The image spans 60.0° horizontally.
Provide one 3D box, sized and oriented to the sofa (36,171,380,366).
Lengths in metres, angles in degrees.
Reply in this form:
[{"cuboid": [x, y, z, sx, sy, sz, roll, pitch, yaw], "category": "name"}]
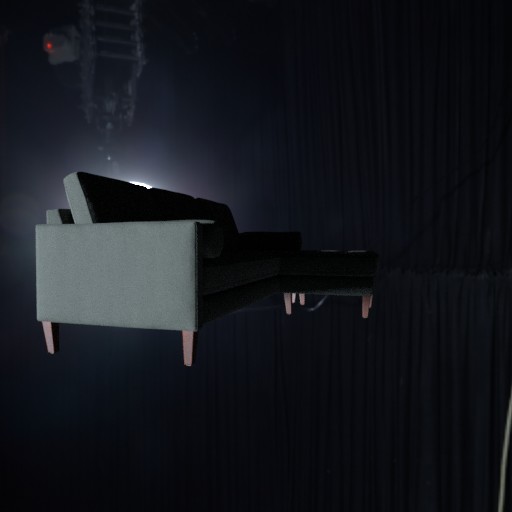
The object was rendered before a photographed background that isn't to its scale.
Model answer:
[{"cuboid": [0.000, 0.000, 2.881, 1.506, 0.876, 2.178, 1, 2, 17], "category": "sofa"}]
